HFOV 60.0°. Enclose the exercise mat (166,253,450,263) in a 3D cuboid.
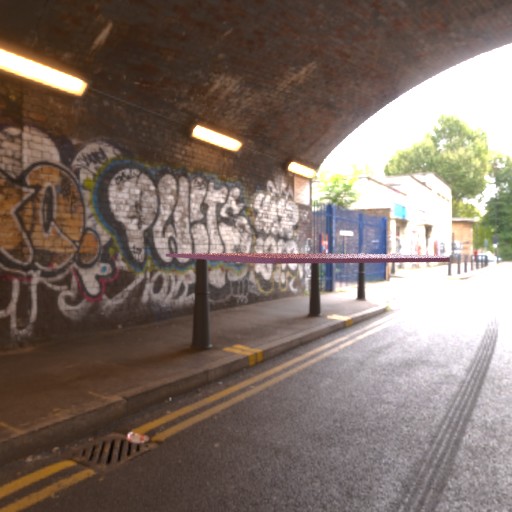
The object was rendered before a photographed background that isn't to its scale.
[{"bbox_3d":[0.000,0.000,2.077,0.616,0.021,1.869,0,1,-19],"label":"exercise mat"}]
